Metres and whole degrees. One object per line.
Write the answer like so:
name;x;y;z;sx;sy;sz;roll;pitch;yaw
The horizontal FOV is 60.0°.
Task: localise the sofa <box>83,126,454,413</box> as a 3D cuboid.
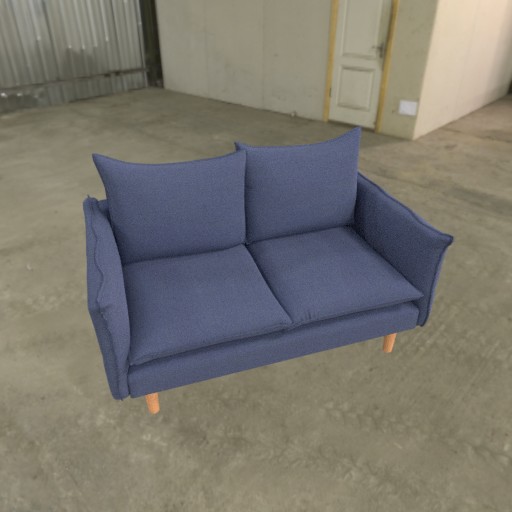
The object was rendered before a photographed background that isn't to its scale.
sofa;0.000;0.000;1.839;1.300;0.840;0.820;-10;34;-15
